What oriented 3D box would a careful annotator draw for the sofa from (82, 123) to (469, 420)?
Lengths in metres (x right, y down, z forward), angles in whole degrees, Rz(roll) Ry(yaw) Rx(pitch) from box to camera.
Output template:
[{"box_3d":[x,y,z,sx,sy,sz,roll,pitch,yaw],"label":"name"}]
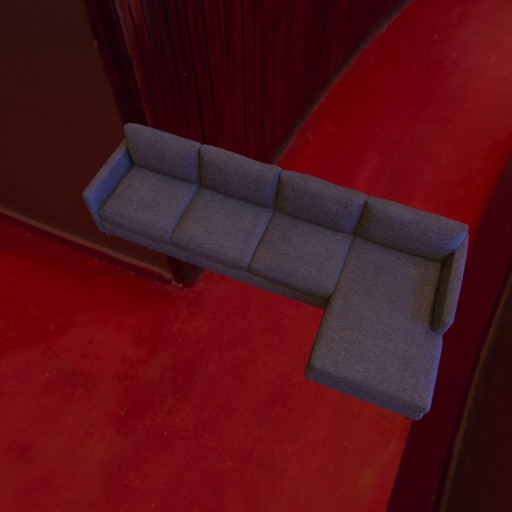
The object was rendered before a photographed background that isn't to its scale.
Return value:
[{"box_3d":[0.000,0.000,3.404,2.932,0.810,1.350,19,60,11],"label":"sofa"}]
